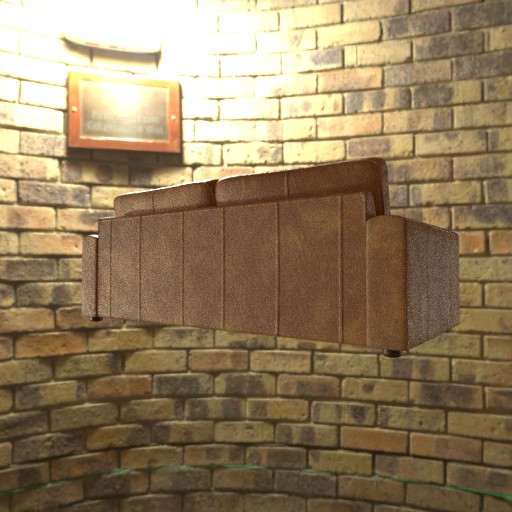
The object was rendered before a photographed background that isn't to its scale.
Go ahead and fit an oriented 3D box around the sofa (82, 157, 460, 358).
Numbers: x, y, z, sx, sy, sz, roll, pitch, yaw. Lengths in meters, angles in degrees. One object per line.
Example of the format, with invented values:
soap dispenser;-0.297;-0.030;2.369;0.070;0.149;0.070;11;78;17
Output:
sofa;0.000;0.000;2.769;2.179;0.873;1.016;-1;-2;36
